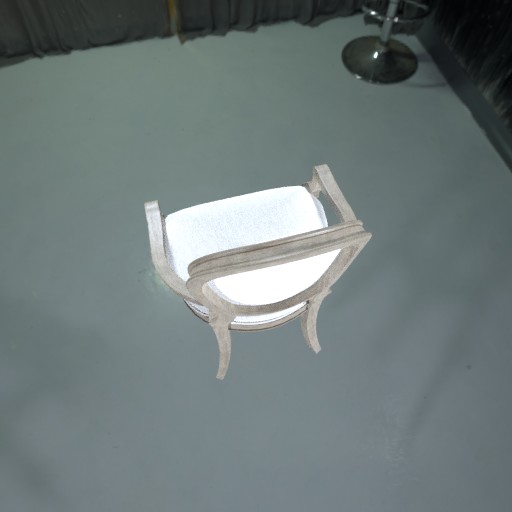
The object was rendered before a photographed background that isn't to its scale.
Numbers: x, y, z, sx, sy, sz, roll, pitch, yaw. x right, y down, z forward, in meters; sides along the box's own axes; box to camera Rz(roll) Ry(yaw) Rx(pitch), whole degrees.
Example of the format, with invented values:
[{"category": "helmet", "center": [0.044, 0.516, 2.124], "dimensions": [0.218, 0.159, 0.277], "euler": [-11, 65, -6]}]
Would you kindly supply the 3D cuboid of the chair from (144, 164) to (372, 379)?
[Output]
[{"category": "chair", "center": [0.000, 0.000, 1.390], "dimensions": [0.611, 0.991, 0.602], "euler": [-13, 60, -8]}]
